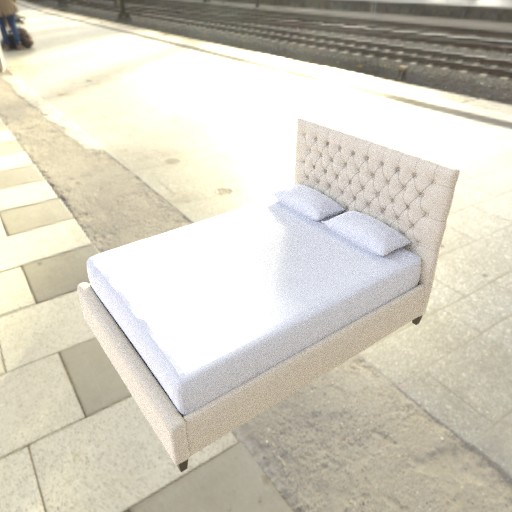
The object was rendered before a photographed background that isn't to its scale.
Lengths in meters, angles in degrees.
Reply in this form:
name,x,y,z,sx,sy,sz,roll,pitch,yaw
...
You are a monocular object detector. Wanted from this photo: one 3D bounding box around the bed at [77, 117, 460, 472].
name,x,y,z,sx,sy,sz,roll,pitch,yaw
bed,0.000,0.000,3.452,2.387,1.427,1.698,-21,38,-30
